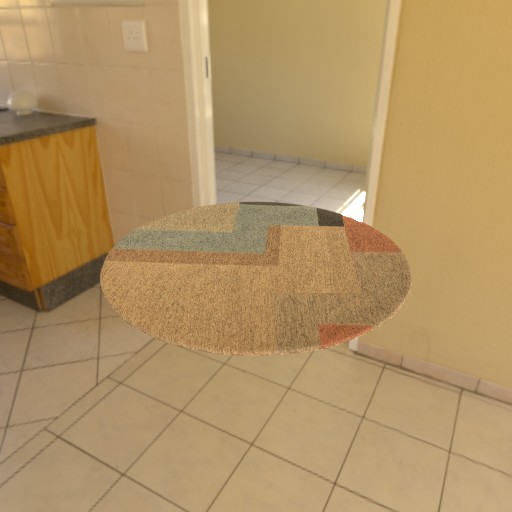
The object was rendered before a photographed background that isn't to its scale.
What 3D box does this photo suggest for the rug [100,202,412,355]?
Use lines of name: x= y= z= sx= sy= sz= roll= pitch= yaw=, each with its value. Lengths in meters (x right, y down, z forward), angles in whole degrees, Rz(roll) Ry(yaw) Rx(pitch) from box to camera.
rug: x=0.000 y=0.000 z=3.658 sx=2.461 sy=0.033 sz=2.461 roll=0 pitch=28 yaw=0
